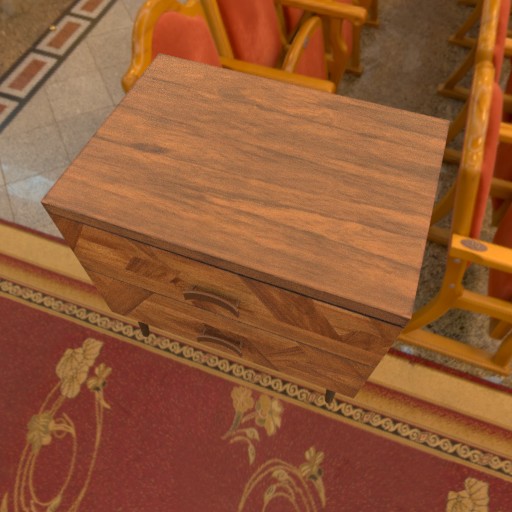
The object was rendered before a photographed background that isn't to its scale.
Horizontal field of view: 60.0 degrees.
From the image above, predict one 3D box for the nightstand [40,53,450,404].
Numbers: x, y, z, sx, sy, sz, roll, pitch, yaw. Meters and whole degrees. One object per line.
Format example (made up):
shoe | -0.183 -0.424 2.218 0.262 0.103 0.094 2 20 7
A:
nightstand | 0.000 0.000 1.034 0.610 0.610 0.458 17 60 11
